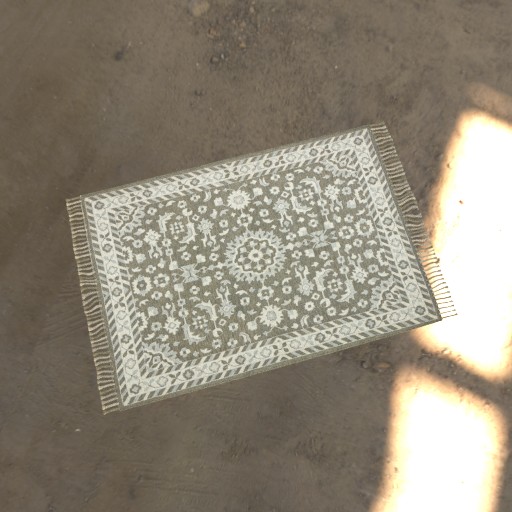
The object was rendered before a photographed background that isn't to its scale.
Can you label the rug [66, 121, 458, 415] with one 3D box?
[{"bbox_3d":[0.000,0.000,3.079,2.431,0.025,1.530,-15,76,-4],"label":"rug"}]
